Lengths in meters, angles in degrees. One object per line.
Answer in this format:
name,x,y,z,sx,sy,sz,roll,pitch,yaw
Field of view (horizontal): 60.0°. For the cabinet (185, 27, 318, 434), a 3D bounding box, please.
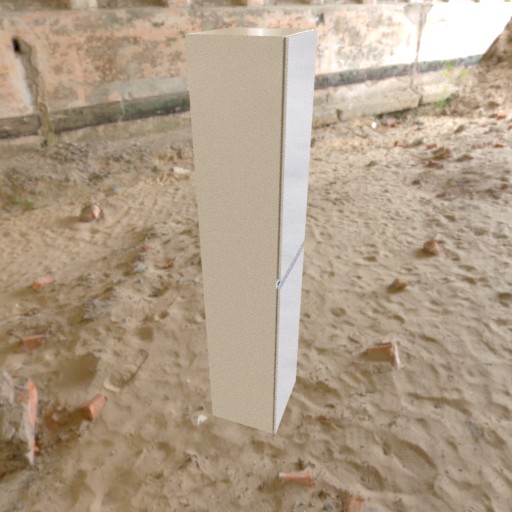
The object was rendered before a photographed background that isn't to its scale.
cabinet,0.000,0.000,1.546,0.270,1.400,0.300,10,32,17
